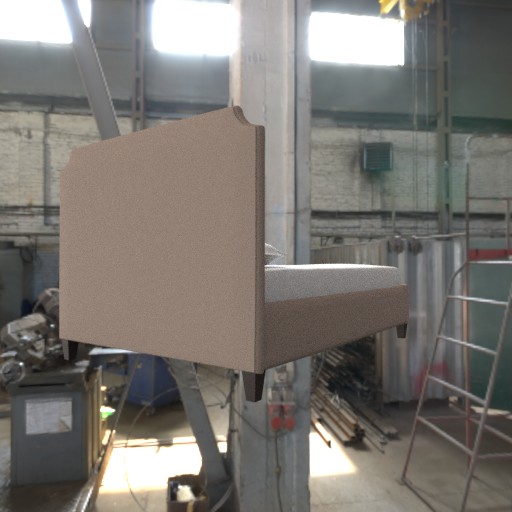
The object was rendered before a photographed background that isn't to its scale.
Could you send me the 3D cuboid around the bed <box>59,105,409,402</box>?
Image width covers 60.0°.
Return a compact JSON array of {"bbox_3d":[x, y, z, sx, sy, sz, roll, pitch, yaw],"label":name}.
[{"bbox_3d":[0.000,0.000,3.506,1.713,1.443,2.372,-1,-1,36],"label":"bed"}]
